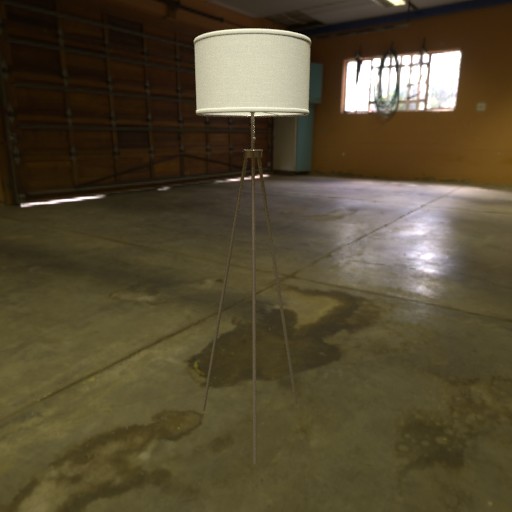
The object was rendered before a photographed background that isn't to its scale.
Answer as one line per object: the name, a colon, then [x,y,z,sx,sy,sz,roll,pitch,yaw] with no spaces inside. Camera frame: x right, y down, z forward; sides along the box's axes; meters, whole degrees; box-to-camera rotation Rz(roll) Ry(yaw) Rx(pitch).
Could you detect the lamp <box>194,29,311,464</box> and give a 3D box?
lamp: [0.000,0.000,1.737,0.448,1.545,0.458,-3,16,-10]
